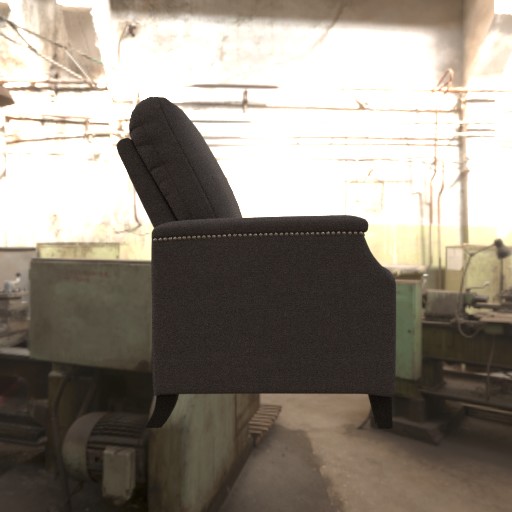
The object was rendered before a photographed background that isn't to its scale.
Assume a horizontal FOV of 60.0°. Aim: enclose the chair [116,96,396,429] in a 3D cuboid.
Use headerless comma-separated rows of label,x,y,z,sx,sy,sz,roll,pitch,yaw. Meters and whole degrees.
chair,0.000,0.000,1.687,0.922,1.049,0.710,0,0,0
